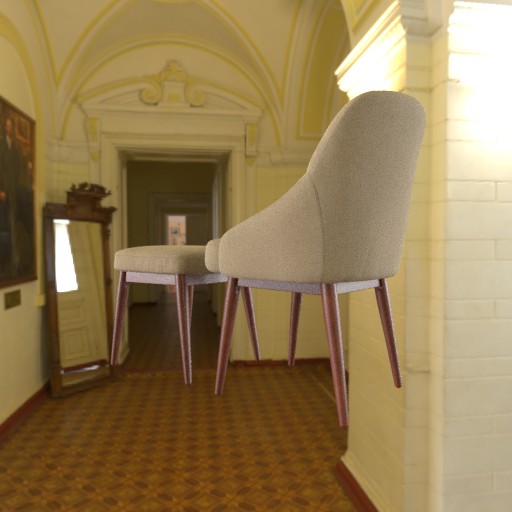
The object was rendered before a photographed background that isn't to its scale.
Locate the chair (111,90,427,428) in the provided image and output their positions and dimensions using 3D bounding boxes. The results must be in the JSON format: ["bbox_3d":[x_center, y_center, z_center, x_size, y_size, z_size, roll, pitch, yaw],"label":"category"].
[{"bbox_3d":[0.000,0.000,1.550,1.114,0.866,0.584,1,2,37],"label":"chair"}]
